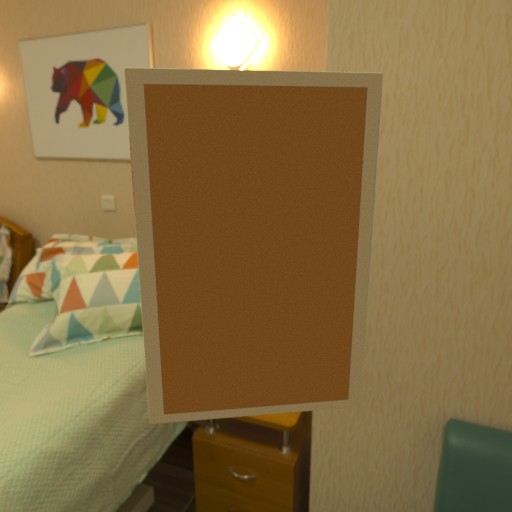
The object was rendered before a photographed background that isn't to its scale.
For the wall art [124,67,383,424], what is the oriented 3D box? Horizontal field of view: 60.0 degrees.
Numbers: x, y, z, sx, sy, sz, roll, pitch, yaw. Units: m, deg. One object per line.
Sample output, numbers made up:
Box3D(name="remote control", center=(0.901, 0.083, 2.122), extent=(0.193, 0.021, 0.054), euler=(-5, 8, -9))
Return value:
Box3D(name="wall art", center=(0.000, 0.000, 0.493), extent=(0.251, 0.380, 0.039), euler=(-2, 15, -8))
